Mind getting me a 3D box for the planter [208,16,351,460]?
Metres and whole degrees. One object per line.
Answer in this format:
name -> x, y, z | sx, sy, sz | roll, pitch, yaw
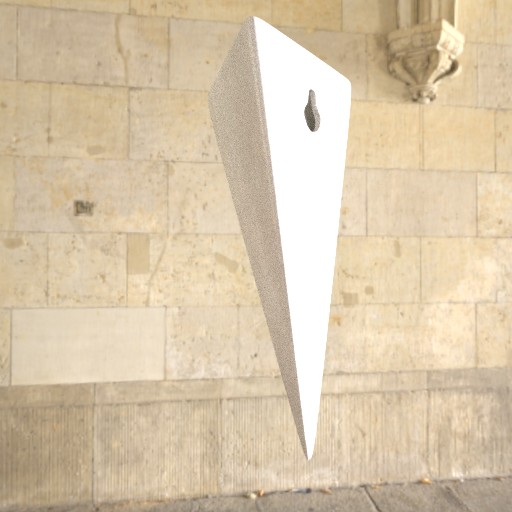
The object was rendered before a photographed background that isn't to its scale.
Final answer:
planter -> 0.000, 0.000, 0.268 | 0.081, 0.224, 0.101 | -1, -1, 39
